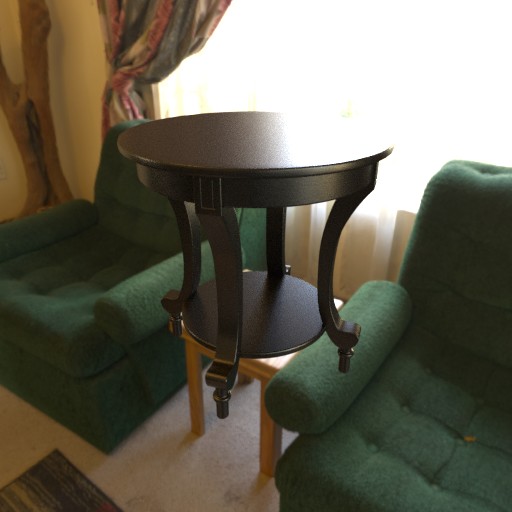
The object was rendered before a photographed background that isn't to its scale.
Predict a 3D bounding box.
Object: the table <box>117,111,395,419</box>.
[{"bbox_3d":[0.000,0.000,1.126,0.597,0.618,0.597,0,27,0],"label":"table"}]
